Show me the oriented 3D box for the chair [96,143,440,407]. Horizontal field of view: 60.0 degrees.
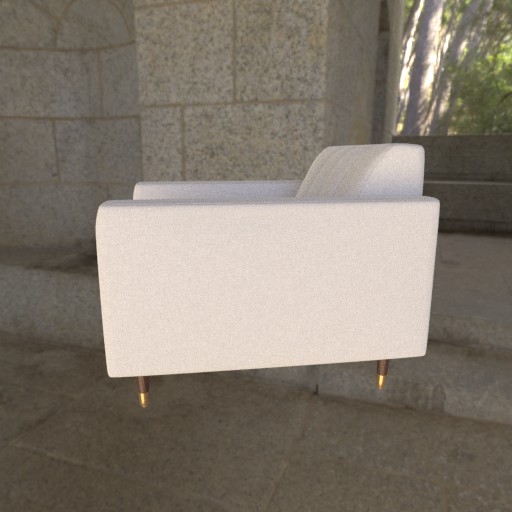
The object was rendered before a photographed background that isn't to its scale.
[{"bbox_3d":[0.000,0.000,1.683,0.998,0.819,0.953,-2,13,-8],"label":"chair"}]
